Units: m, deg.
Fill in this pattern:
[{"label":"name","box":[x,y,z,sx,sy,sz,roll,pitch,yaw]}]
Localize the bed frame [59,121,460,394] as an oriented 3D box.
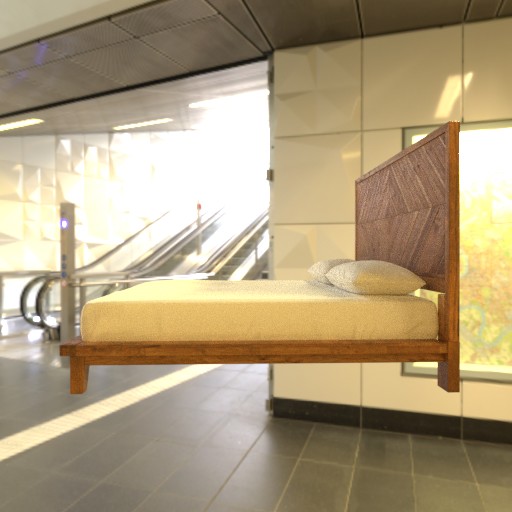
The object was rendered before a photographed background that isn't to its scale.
[{"label":"bed frame","box":[0.000,0.000,3.486,2.235,1.537,2.038,0,0,-2]}]
